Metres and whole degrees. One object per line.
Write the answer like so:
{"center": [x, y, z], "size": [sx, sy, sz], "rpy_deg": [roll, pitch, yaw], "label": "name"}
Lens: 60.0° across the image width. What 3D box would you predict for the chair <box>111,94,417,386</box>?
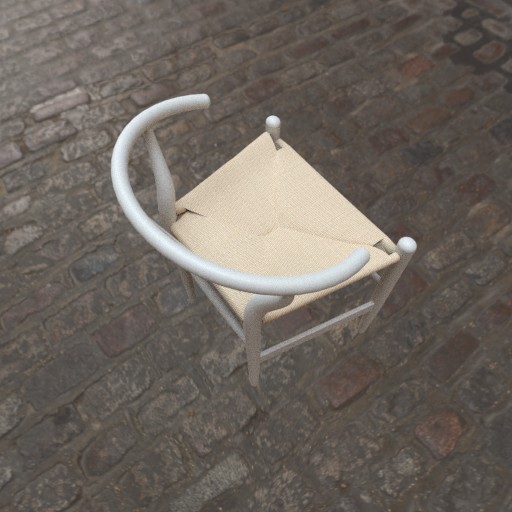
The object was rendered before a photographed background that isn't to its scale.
{"center": [0.000, 0.000, 1.088], "size": [0.500, 0.736, 0.533], "rpy_deg": [-33, 64, -18], "label": "chair"}
